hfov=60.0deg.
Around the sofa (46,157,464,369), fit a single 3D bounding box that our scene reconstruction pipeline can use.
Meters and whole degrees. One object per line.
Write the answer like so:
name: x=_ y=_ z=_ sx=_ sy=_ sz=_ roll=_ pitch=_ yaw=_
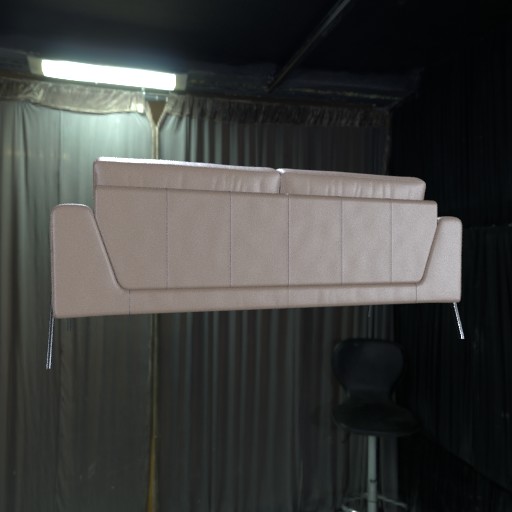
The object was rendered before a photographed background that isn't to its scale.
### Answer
sofa: x=0.000 y=0.000 z=2.472 sx=2.017 sy=0.875 sz=0.953 roll=0 pitch=0 yaw=-18
